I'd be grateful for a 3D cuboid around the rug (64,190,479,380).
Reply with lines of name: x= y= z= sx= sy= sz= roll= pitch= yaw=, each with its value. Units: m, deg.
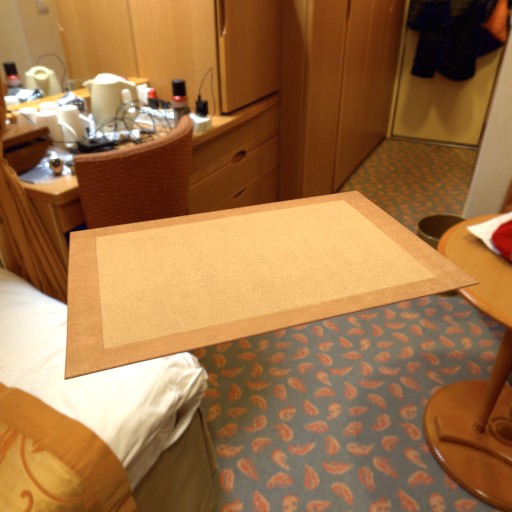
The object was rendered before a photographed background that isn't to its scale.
rug: x=0.000 y=0.000 z=3.048 sx=2.438 sy=0.014 sz=1.524 roll=-10 pitch=33 yaw=-16
